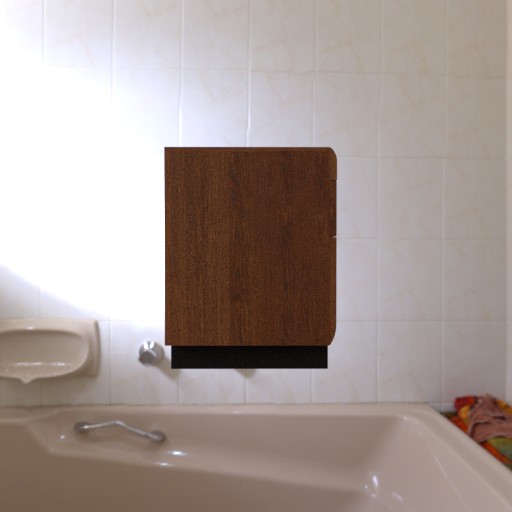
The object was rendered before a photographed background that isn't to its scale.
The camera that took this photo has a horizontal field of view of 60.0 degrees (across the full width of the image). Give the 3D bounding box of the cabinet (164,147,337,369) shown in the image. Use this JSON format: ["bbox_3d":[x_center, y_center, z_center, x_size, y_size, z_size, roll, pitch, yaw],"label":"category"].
[{"bbox_3d":[0.000,0.000,1.798,0.419,0.510,1.600,0,1,0],"label":"cabinet"}]
